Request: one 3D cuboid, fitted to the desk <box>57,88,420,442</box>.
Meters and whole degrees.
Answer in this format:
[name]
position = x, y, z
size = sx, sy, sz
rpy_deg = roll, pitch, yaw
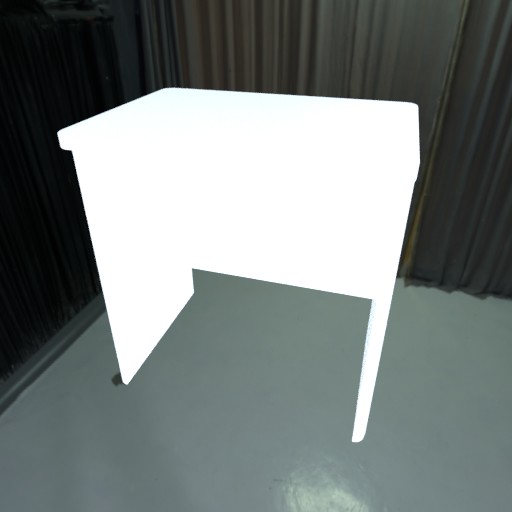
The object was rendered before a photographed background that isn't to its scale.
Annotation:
[desk]
position = 0.000, 0.000, 1.294
size = 0.762, 0.800, 0.549
rpy_deg = 9, 32, 14
